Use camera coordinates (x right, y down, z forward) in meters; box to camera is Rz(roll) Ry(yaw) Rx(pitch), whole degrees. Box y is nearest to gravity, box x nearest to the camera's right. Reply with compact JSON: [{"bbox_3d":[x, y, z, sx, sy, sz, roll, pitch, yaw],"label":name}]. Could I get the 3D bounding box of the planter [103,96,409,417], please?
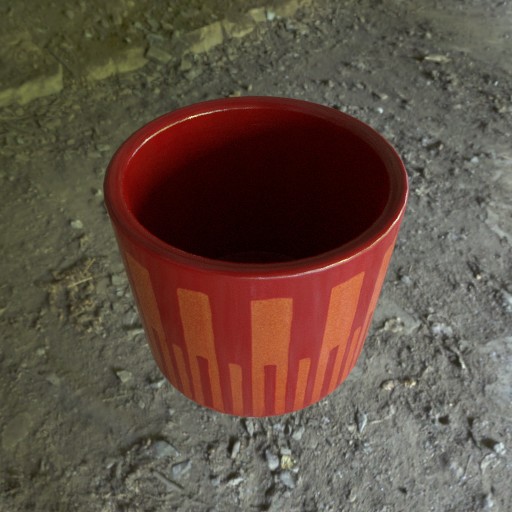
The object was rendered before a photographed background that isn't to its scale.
[{"bbox_3d":[0.000,0.000,0.410,0.230,0.202,0.230,0,46,0],"label":"planter"}]
